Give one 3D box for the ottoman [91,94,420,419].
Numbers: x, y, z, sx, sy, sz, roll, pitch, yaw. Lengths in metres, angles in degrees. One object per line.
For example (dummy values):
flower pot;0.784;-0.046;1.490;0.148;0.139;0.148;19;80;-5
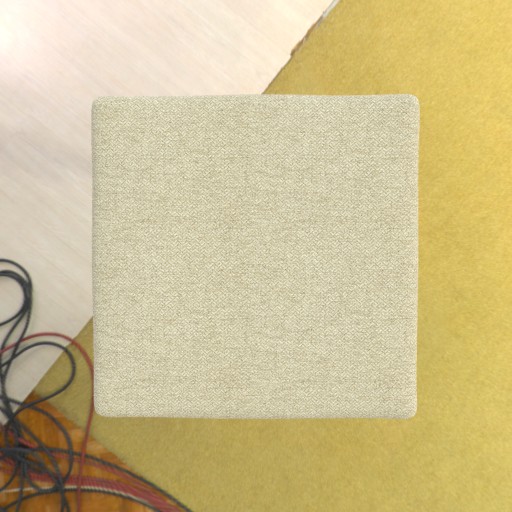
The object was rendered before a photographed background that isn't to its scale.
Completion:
ottoman;0.000;0.000;0.869;0.508;0.432;0.508;0;91;1
